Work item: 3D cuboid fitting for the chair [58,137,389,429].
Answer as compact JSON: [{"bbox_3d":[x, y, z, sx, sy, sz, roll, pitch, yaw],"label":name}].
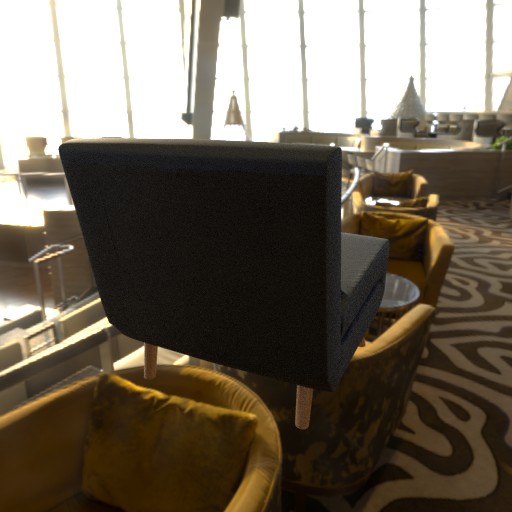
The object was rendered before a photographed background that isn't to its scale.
[{"bbox_3d":[0.000,0.000,1.510,0.770,0.808,0.900,9,20,25],"label":"chair"}]
